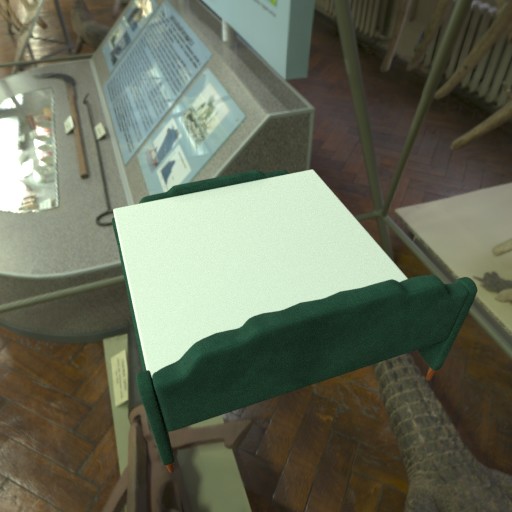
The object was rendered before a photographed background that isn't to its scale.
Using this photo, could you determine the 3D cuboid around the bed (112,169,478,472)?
[{"bbox_3d":[0.000,0.000,3.527,2.074,1.245,2.340,-14,44,-15],"label":"bed"}]
